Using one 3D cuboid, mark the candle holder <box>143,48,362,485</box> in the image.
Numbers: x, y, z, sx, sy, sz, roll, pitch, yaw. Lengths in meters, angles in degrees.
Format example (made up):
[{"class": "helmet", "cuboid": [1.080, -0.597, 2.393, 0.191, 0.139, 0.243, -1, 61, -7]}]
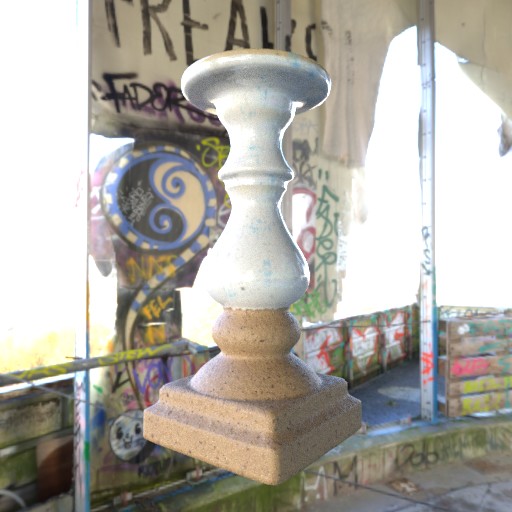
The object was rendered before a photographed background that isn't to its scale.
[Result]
[{"class": "candle holder", "cuboid": [0.000, 0.000, 0.303, 0.110, 0.239, 0.110, -1, -1, 37]}]
